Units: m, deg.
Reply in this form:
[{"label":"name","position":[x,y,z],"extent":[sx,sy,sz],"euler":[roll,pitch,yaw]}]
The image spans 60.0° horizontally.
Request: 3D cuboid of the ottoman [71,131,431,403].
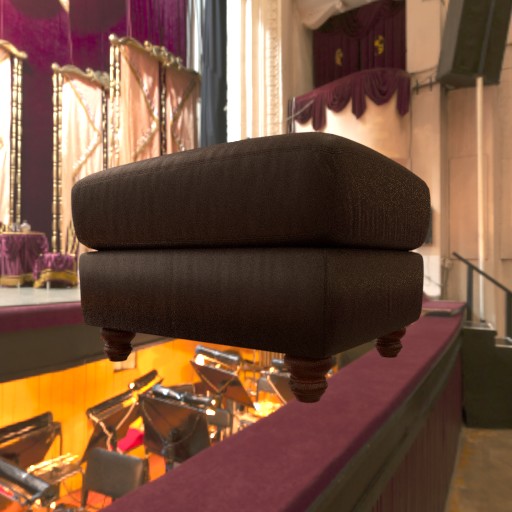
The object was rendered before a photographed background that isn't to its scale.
[{"label":"ottoman","position":[0.000,0.000,1.238],"extent":[0.806,0.569,0.670],"euler":[0,0,35]}]
